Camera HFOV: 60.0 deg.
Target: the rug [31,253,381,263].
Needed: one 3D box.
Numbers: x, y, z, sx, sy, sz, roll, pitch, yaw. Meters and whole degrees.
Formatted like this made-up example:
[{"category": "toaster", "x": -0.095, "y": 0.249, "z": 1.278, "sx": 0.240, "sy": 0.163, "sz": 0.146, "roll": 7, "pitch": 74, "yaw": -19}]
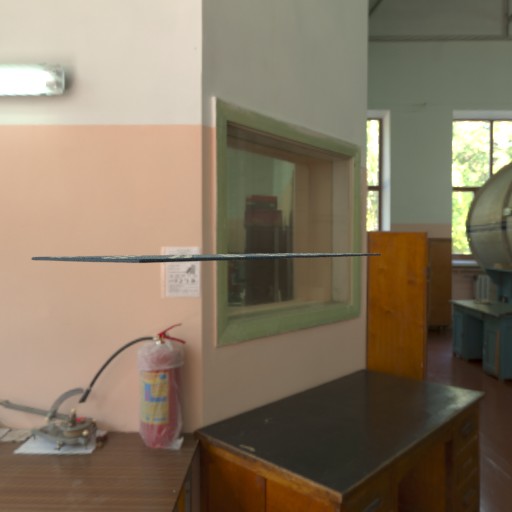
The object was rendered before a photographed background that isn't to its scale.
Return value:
[{"category": "rug", "x": 0.000, "y": 0.000, "z": 2.569, "sx": 0.678, "sy": 0.014, "sz": 2.276, "roll": 1, "pitch": 1, "yaw": 35}]
